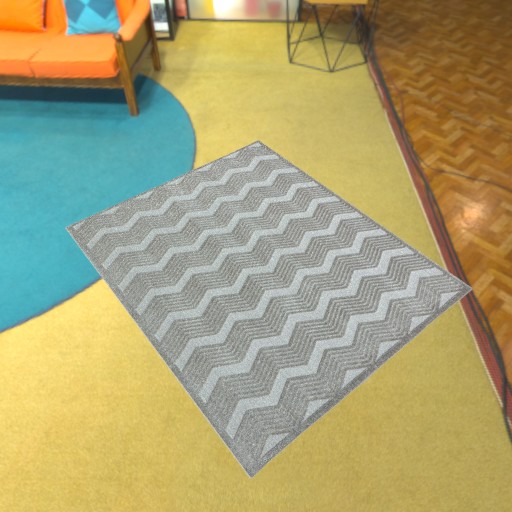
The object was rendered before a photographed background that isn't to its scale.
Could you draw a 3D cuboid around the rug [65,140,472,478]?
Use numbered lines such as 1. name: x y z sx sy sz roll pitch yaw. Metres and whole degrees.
1. rug: 0.000 0.000 4.001 2.391 0.005 2.880 -31 54 -25
